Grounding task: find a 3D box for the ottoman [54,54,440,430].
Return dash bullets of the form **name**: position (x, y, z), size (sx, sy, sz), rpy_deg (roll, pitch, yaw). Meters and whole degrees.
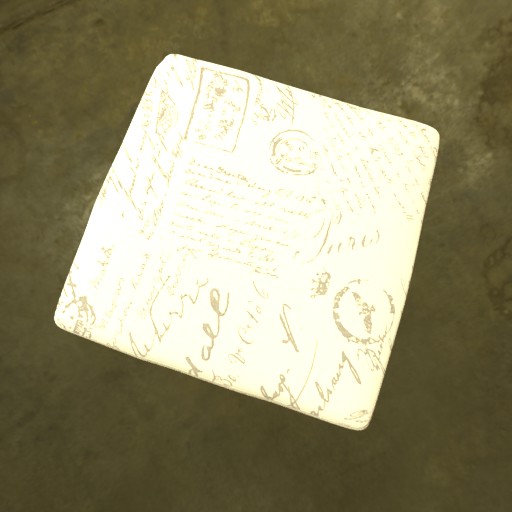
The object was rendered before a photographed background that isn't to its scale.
- **ottoman**: position (0.000, 0.000, 0.810), size (0.450, 0.457, 0.449), rpy_deg (17, 77, 4)
